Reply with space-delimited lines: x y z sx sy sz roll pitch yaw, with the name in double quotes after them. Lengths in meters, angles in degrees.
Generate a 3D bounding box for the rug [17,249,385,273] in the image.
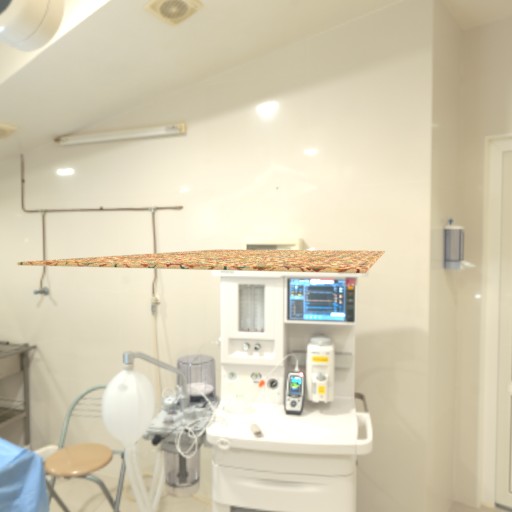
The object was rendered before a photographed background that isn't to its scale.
0.000 0.000 2.283 1.226 0.013 1.838 1 2 18 "rug"
